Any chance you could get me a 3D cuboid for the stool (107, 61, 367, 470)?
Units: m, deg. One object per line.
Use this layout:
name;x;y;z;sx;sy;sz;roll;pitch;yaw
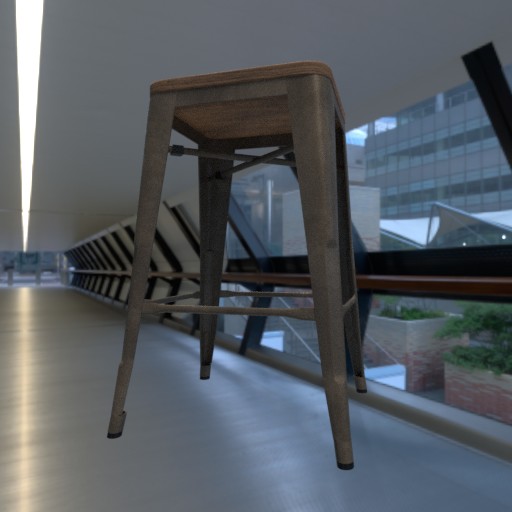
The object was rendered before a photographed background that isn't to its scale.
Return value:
stool;0.000;0.000;0.876;0.407;0.607;0.407;0;-1;17
